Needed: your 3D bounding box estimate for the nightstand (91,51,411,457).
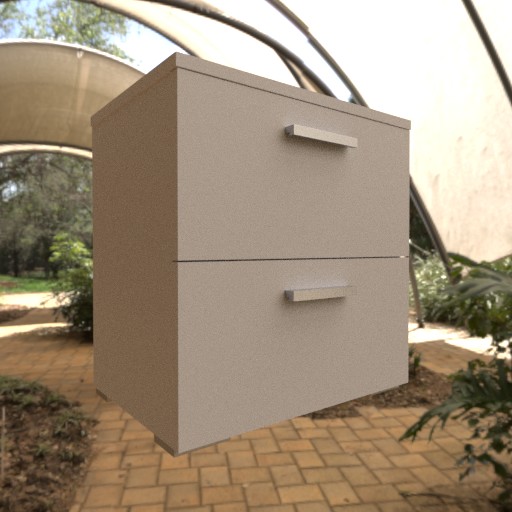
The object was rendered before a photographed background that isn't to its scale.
[{"bbox_3d":[0.000,0.000,0.741,0.441,0.460,0.325,-1,1,-37],"label":"nightstand"}]
